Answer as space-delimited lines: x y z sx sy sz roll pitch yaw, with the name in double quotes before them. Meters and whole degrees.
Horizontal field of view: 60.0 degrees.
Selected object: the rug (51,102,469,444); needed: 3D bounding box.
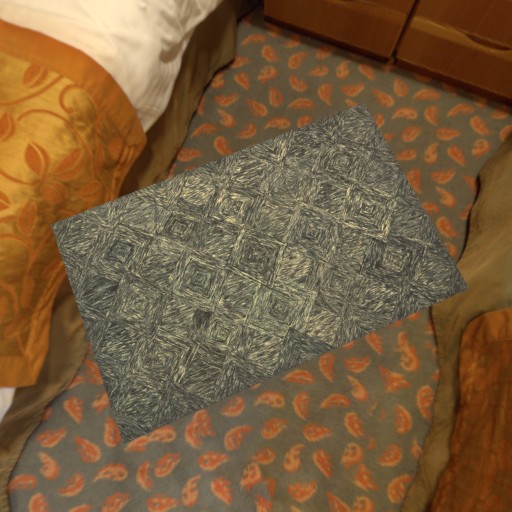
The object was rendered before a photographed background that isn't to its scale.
"rug" 0.000 0.000 2.889 2.330 0.017 1.478 -23 76 -6
